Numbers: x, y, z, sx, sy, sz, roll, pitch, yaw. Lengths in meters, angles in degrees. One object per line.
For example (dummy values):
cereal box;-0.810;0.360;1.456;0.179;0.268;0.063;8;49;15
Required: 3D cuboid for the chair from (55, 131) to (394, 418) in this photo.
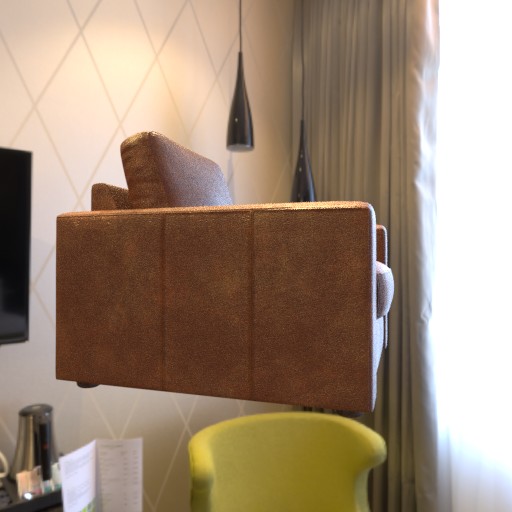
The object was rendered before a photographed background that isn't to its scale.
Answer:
chair;0.000;0.000;1.715;1.016;0.873;1.005;0;0;18
